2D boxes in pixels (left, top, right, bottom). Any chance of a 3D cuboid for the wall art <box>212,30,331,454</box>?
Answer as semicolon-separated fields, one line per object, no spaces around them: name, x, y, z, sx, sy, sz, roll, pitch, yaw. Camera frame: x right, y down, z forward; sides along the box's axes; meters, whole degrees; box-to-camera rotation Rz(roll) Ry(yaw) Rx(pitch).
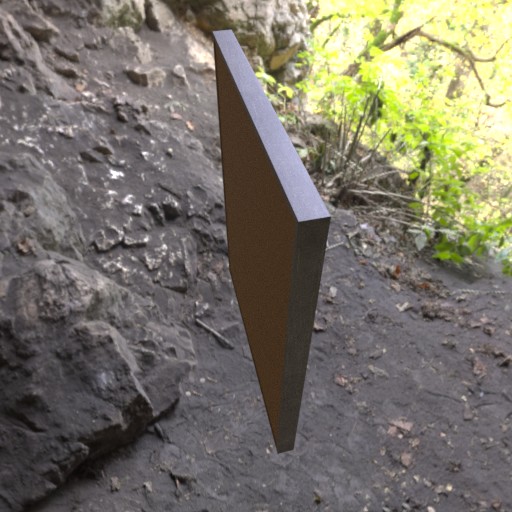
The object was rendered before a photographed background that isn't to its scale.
wall art;0.000;0.000;0.693;0.032;0.521;0.421;-10;47;-9
